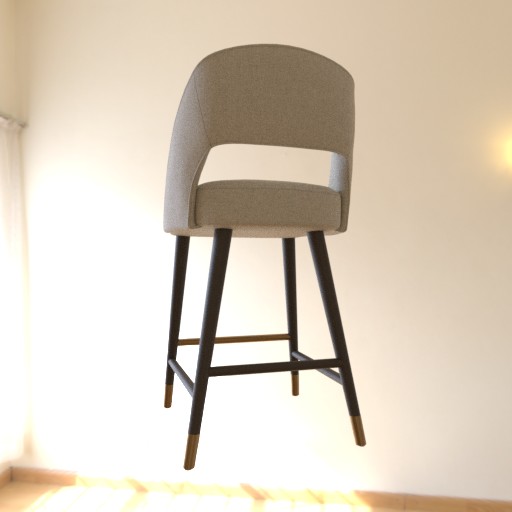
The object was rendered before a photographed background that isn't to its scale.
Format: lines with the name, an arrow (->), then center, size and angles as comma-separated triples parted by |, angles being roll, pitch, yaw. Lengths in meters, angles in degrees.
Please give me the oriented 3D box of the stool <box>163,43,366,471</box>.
stool -> 0.000, 0.000, 1.222 | 0.494, 0.940, 0.509 | 0, -1, -17
